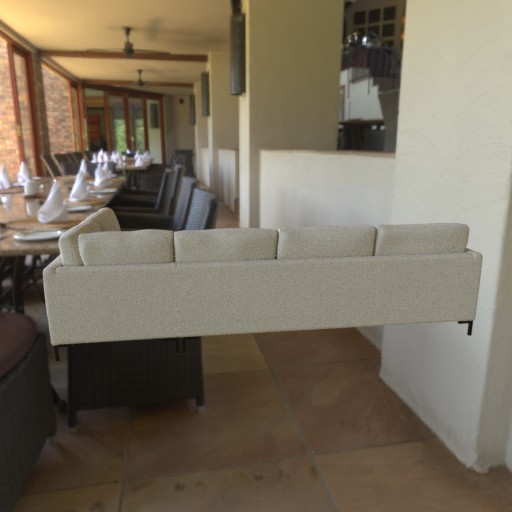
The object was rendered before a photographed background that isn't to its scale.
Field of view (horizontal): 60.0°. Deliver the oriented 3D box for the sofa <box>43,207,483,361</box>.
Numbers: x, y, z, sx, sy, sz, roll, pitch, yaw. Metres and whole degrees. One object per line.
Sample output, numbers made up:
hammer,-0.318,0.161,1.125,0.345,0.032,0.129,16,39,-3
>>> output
sofa,0.000,0.000,3.862,2.949,0.815,2.007,-2,14,-8
